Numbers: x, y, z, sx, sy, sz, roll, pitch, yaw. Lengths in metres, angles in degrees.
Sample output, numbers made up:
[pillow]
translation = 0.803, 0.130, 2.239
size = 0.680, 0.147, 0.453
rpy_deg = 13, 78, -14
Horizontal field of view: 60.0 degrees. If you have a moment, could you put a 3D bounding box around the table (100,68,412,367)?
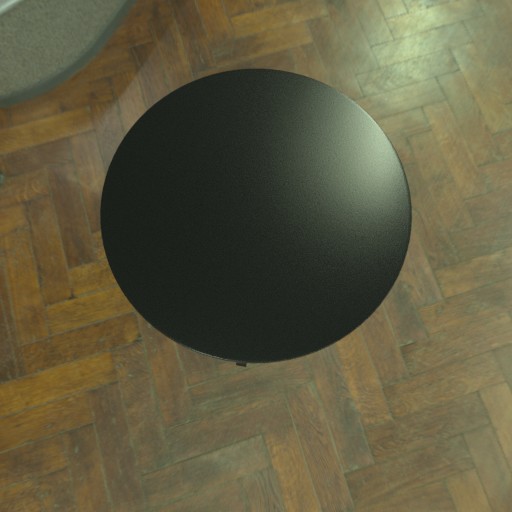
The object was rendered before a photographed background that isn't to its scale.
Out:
[table]
translation = 0.000, 0.000, 0.999
size = 0.481, 0.665, 0.481
rpy_deg = 0, 76, 0
